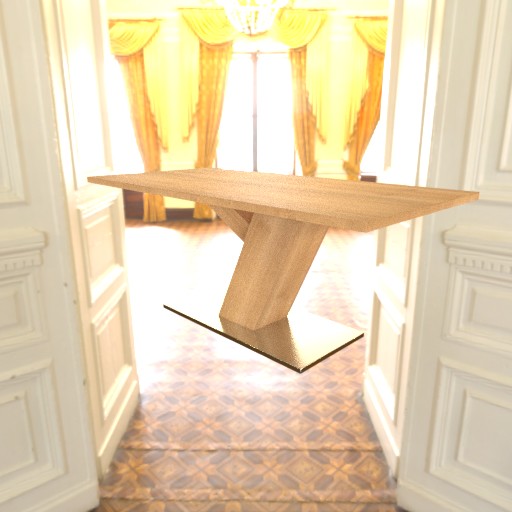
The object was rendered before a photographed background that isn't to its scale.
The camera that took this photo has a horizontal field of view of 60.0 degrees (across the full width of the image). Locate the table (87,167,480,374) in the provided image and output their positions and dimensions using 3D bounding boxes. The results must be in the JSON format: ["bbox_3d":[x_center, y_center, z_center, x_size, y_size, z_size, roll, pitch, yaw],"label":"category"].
[{"bbox_3d":[0.000,0.000,2.300,1.800,0.750,0.900,15,22,43],"label":"table"}]
